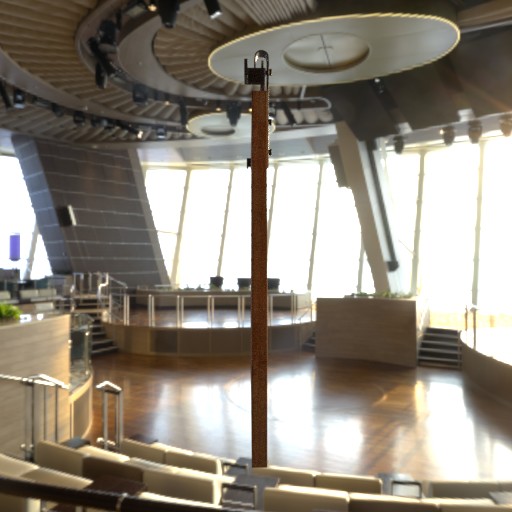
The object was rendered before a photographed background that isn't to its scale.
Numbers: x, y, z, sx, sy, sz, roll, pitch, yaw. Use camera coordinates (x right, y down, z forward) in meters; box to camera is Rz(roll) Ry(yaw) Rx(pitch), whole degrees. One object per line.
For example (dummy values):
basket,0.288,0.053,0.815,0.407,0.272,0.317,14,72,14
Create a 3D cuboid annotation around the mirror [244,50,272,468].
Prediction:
mirror,0.000,0.000,1.177,0.054,0.800,0.805,0,-1,-1
